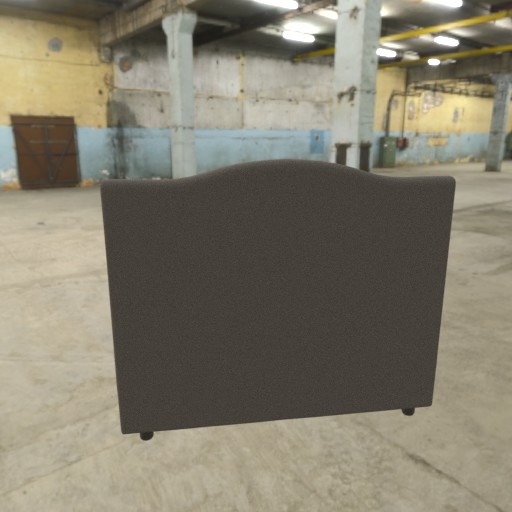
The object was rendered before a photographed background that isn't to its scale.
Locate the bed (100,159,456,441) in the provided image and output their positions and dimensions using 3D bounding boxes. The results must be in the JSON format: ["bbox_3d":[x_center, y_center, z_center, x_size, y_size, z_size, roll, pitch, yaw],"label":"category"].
[{"bbox_3d":[0.000,0.000,3.118,1.666,1.387,2.036,-2,14,-8],"label":"bed"}]
